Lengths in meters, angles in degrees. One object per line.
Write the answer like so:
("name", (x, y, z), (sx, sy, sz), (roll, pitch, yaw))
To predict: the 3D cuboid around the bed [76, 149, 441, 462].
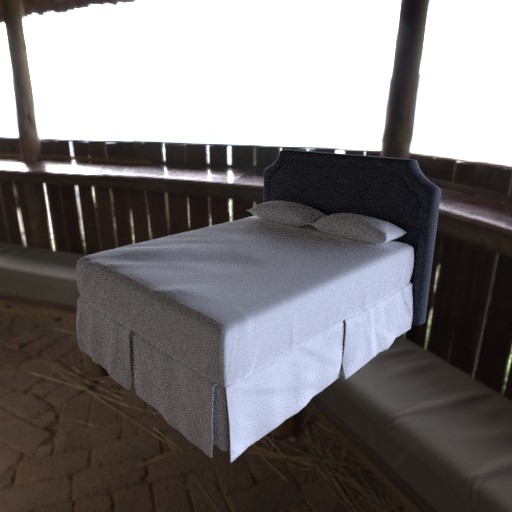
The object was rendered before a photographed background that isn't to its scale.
("bed", (0.000, 0.000, 3.153), (1.693, 1.290, 2.116), (17, 25, 42))
